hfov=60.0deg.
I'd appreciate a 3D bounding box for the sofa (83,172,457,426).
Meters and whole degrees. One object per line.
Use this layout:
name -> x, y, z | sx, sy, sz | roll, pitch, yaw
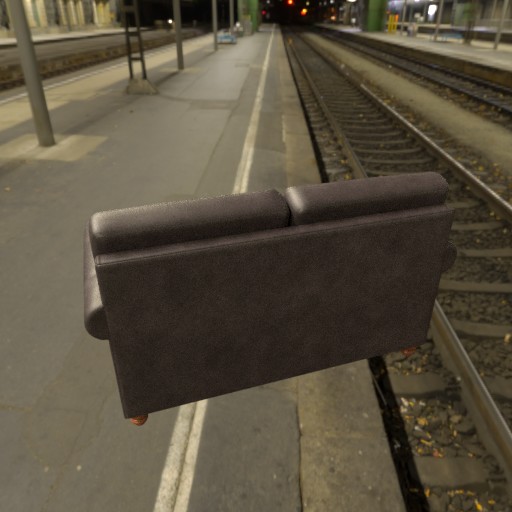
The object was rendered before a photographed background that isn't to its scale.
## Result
sofa -> 0.000, 0.000, 2.313 | 1.663, 0.979, 1.030 | -9, 30, -17
